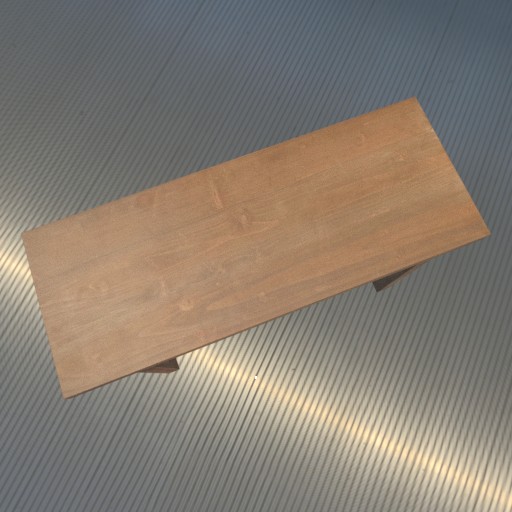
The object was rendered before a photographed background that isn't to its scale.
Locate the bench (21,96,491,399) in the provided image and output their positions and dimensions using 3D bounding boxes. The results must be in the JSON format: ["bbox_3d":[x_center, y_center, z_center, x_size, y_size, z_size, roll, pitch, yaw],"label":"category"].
[{"bbox_3d":[0.000,0.000,1.416,1.183,0.458,0.458,-20,76,-5],"label":"bench"}]
